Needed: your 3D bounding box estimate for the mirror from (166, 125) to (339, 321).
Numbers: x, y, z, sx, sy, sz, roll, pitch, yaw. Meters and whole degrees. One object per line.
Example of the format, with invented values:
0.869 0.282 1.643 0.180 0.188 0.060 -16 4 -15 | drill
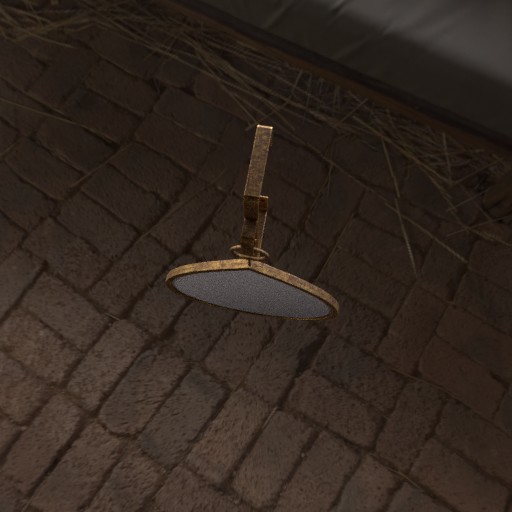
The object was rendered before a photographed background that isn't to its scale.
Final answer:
0.000 0.000 0.905 0.405 0.744 0.144 9 74 3 | mirror
